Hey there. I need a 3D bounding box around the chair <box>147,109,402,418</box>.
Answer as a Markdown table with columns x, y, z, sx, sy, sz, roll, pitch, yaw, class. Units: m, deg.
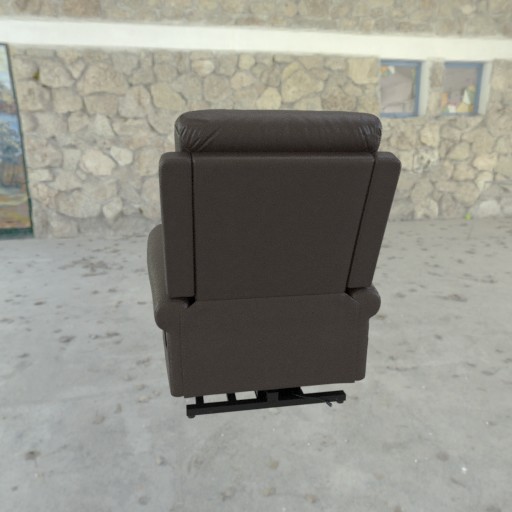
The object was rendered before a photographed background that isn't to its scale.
| x | y | z | sx | sy | sz | roll | pitch | yaw | class |
| --- | --- | --- | --- | --- | --- | --- | --- | --- | --- |
| 0.000 | 0.000 | 1.741 | 0.869 | 1.028 | 0.978 | -2 | 14 | -10 | chair |
